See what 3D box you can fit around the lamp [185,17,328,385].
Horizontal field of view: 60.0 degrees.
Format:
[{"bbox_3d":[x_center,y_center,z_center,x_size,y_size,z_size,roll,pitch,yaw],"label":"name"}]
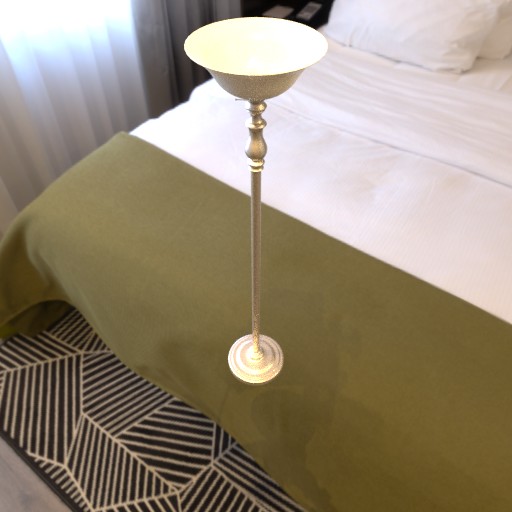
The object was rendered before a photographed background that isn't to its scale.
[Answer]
[{"bbox_3d":[0.000,0.000,1.907,0.405,1.771,0.405,4,47,4],"label":"lamp"}]
